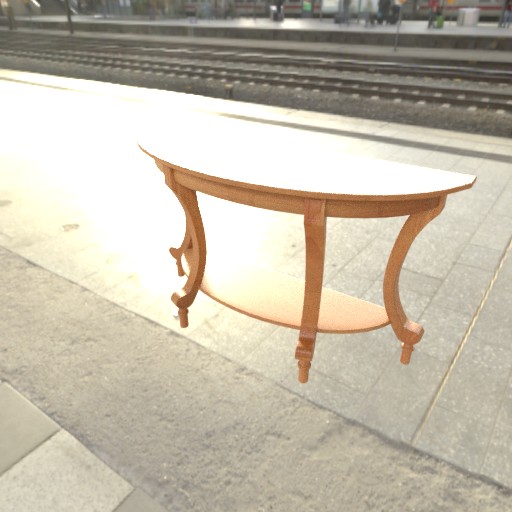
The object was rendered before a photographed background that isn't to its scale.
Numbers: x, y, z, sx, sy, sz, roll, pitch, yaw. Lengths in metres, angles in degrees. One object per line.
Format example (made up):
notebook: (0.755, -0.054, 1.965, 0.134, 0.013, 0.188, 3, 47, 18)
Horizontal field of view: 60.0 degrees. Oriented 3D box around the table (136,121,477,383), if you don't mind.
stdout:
table: (0.000, 0.000, 1.534, 1.198, 0.692, 0.394, 18, 34, 28)
